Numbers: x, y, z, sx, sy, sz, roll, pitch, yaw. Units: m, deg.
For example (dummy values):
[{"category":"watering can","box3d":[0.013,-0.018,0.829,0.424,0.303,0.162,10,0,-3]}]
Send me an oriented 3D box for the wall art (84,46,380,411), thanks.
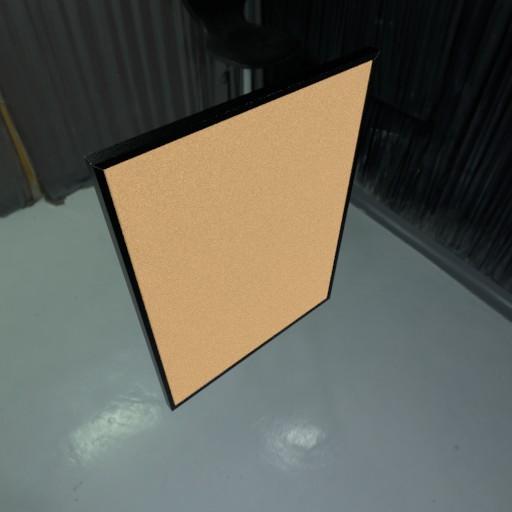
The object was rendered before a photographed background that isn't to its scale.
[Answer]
[{"category":"wall art","box3d":[0.000,0.000,1.384,0.805,1.062,0.040,-31,54,-26]}]
